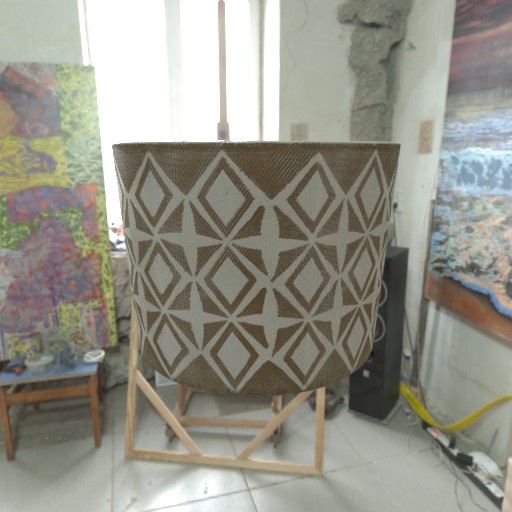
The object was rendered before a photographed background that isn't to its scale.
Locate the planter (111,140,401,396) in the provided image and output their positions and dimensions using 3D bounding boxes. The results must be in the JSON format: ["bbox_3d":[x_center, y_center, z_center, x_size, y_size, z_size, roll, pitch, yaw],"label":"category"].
[{"bbox_3d":[0.000,0.000,0.443,0.260,0.220,0.260,0,14,0],"label":"planter"}]
